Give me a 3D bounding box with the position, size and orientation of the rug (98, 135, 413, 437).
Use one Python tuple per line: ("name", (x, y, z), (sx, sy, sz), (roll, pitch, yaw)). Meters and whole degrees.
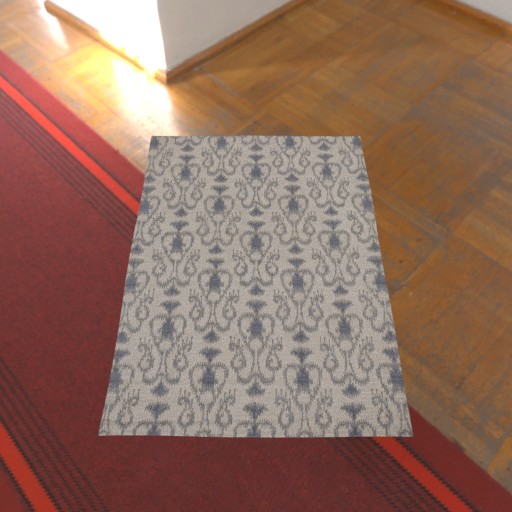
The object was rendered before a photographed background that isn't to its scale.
("rug", (0.000, 0.000, 2.944), (1.676, 0.013, 2.261), (0, 58, 0))
